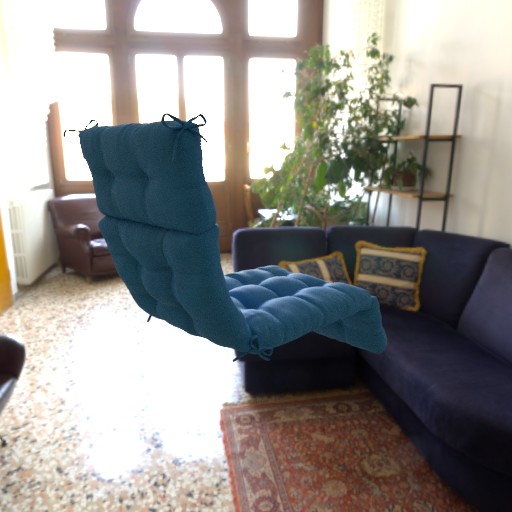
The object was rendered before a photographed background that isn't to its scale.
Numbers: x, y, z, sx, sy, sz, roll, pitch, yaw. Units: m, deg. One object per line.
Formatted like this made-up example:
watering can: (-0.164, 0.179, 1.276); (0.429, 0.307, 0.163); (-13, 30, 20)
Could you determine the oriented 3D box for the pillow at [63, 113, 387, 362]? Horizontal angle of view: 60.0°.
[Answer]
pillow: (0.000, 0.000, 1.489); (1.016, 0.863, 0.526); (-13, 19, -43)
